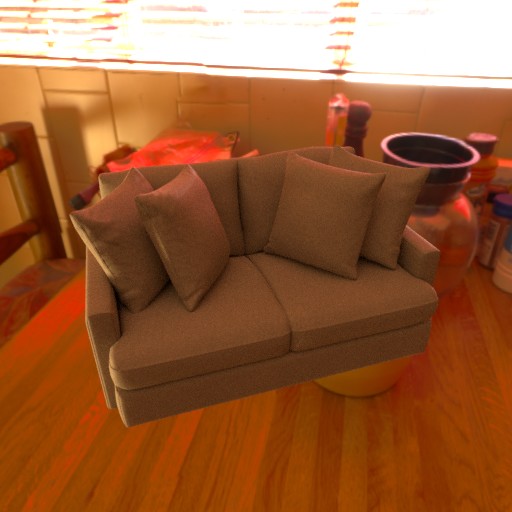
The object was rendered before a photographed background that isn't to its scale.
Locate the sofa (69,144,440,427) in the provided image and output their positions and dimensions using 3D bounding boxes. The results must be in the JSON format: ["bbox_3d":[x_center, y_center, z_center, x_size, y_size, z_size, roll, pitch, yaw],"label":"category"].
[{"bbox_3d":[0.000,0.000,2.603,1.869,1.080,1.228,-10,33,-15],"label":"sofa"}]
